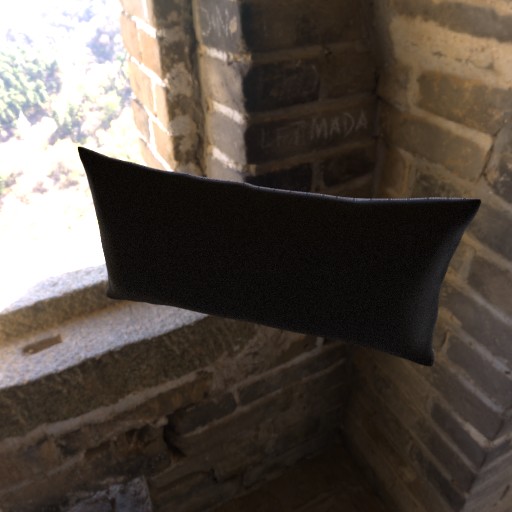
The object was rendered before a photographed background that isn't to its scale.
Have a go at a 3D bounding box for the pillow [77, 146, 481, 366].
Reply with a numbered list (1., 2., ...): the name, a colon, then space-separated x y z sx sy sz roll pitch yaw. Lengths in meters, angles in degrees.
1. pillow: 0.000 0.000 0.721 0.609 0.305 0.151 9 33 14
